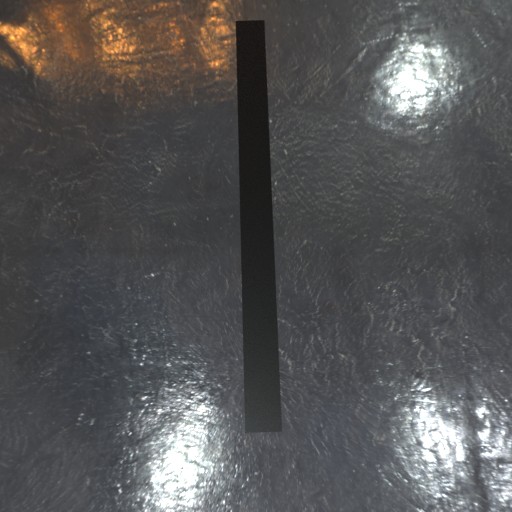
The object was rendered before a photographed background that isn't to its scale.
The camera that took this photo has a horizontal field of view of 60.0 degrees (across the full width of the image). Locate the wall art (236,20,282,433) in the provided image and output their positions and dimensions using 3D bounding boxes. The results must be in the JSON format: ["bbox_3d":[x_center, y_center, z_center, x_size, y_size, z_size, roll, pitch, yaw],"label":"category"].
[{"bbox_3d":[0.000,0.000,0.761,0.038,0.506,0.506,-2,75,0],"label":"wall art"}]
